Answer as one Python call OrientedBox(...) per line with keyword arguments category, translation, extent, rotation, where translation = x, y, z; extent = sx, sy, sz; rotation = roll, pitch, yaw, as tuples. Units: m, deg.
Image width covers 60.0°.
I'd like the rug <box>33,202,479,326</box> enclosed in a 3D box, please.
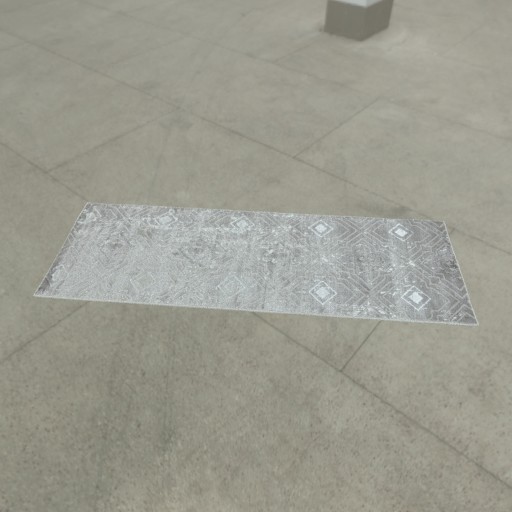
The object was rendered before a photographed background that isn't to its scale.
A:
OrientedBox(category="rug", translation=(0.000, 0.000, 2.654), extent=(2.381, 0.035, 0.832), rotation=(3, 45, 3))
